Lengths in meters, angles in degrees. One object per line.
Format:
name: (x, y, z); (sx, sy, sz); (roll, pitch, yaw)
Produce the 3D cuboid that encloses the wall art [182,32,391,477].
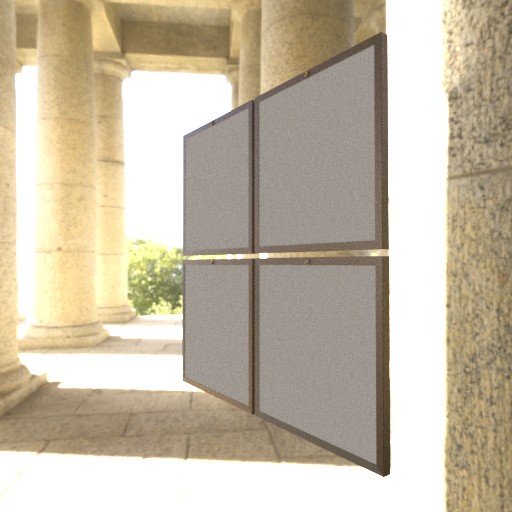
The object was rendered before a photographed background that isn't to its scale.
wall art: (0.000, 0.000, 1.450); (0.030, 1.032, 1.032); (1, -1, -36)
